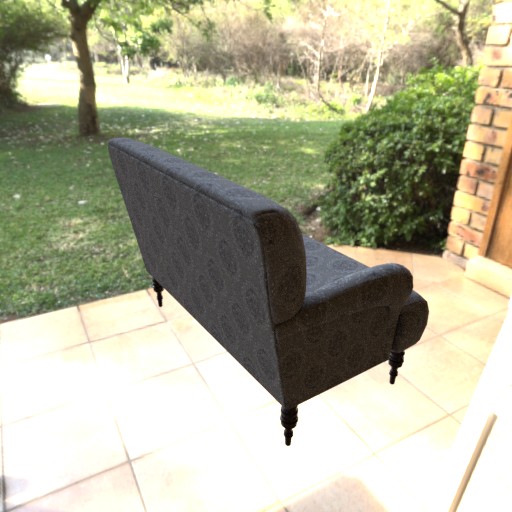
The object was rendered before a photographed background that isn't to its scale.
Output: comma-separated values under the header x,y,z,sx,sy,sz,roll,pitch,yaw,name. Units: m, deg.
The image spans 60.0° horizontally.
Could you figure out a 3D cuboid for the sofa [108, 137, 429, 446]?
x,y,z,sx,sy,sz,roll,pitch,yaw,name
0.000,0.000,1.860,0.779,0.889,1.297,-17,30,-31,sofa
